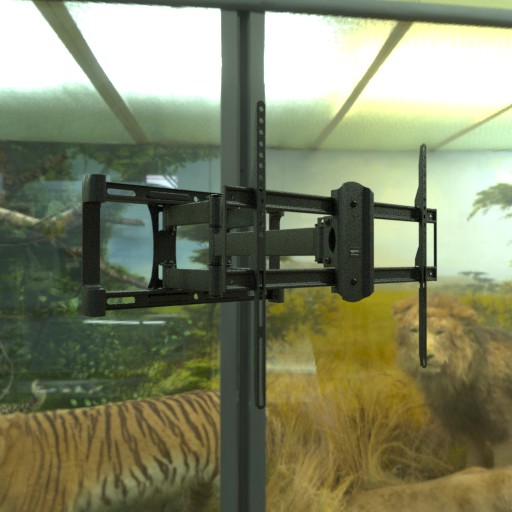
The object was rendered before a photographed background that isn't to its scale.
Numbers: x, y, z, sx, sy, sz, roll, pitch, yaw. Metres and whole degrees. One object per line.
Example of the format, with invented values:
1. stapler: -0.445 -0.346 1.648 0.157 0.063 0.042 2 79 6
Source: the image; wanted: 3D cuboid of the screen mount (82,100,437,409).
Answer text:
1. screen mount: 0.000 0.000 0.945 0.571 0.424 0.556 0 0 -36
